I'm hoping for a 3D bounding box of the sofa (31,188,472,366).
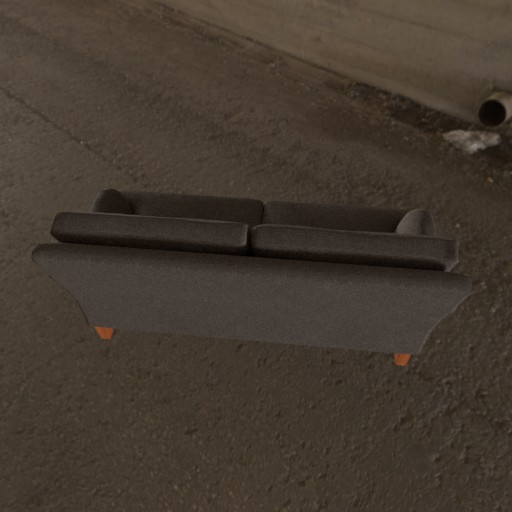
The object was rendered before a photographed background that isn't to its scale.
[{"bbox_3d":[0.000,0.000,2.761,2.160,1.054,1.087,4,47,4],"label":"sofa"}]
